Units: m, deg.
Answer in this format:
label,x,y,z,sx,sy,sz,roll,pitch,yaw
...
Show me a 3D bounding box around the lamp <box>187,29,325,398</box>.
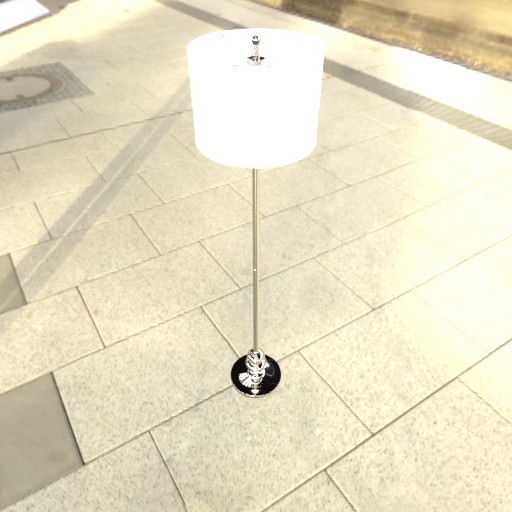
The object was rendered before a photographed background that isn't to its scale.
label,x,y,z,sx,sy,sz,roll,pitch,yaw
lamp,0.000,0.000,1.620,0.356,1.487,0.356,-24,46,-26
